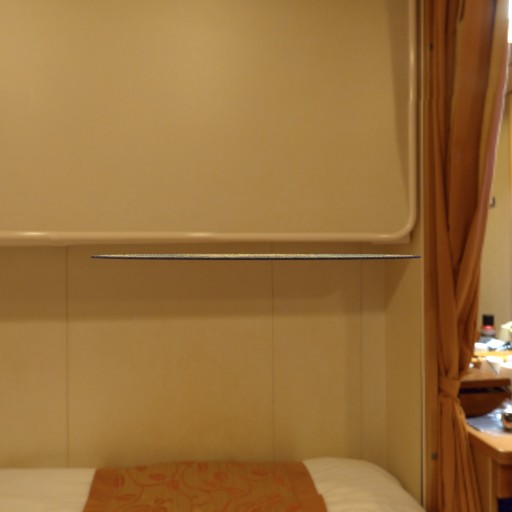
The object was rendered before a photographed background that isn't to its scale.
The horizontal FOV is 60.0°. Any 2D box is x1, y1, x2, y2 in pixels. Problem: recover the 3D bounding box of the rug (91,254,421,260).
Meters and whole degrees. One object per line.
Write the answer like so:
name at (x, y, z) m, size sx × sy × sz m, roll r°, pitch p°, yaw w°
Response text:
rug at (0.000, 0.000, 3.416) m, size 2.386 × 0.014 × 2.386 m, roll 0°, pitch 1°, yaw 0°
